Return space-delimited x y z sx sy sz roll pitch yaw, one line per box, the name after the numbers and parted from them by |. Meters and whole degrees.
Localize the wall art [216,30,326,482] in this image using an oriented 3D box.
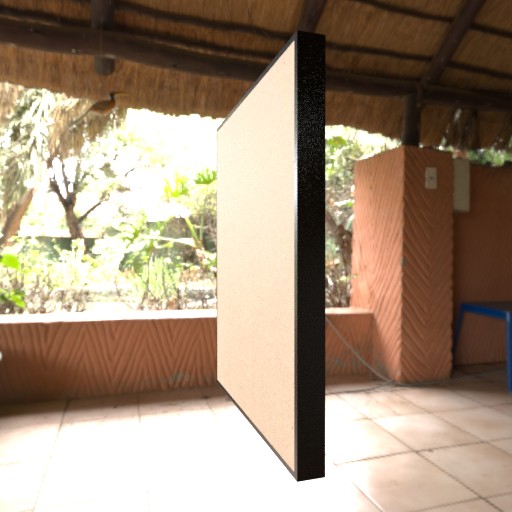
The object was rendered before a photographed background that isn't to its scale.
0.000 0.000 0.758 0.038 0.551 0.448 0 0 -18 | wall art
